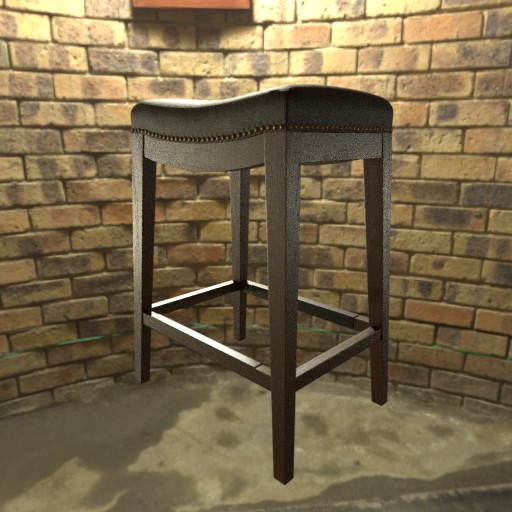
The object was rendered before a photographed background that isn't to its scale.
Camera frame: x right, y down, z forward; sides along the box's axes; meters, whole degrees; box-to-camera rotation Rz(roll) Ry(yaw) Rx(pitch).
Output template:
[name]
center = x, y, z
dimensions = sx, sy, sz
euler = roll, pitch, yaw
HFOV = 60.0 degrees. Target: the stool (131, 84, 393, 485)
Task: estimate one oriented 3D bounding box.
[stool]
center = 0.000, 0.000, 0.966
dimensions = 0.490, 0.664, 0.353
euler = 14, 21, 43
